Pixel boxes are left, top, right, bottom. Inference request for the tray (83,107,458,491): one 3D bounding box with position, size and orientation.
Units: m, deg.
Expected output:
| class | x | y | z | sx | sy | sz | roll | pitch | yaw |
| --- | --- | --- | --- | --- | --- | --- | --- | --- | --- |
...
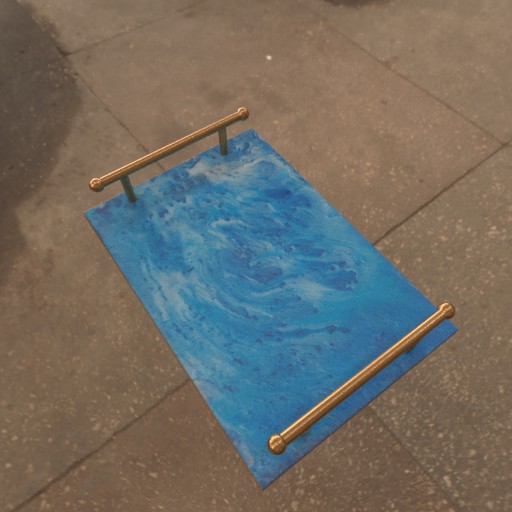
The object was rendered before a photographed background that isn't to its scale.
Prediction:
| class | x | y | z | sx | sy | sz | roll | pitch | yaw |
| --- | --- | --- | --- | --- | --- | --- | --- | --- | --- |
| tray | 0.000 | 0.000 | 0.577 | 0.304 | 0.084 | 0.444 | -32 | 63 | -18 |
